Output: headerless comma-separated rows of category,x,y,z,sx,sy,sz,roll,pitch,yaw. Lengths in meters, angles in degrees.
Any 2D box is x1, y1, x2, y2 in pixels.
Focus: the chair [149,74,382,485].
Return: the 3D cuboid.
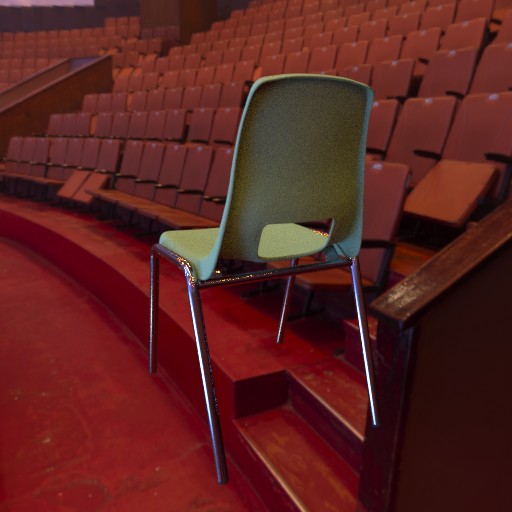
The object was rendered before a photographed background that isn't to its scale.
chair,0.000,0.000,0.916,0.381,0.653,0.436,-7,17,-26
